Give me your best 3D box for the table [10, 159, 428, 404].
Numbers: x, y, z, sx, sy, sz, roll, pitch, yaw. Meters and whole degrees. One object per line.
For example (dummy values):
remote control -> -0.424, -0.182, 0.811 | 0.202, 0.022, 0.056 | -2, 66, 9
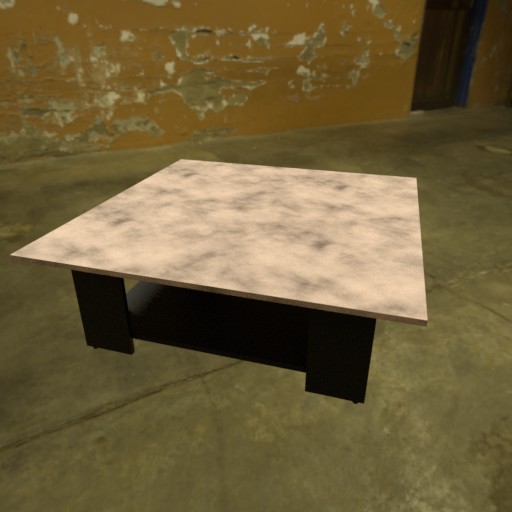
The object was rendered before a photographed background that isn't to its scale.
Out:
table -> 0.000, 0.000, 1.332 | 0.890, 0.305, 0.890 | 8, 28, 15
